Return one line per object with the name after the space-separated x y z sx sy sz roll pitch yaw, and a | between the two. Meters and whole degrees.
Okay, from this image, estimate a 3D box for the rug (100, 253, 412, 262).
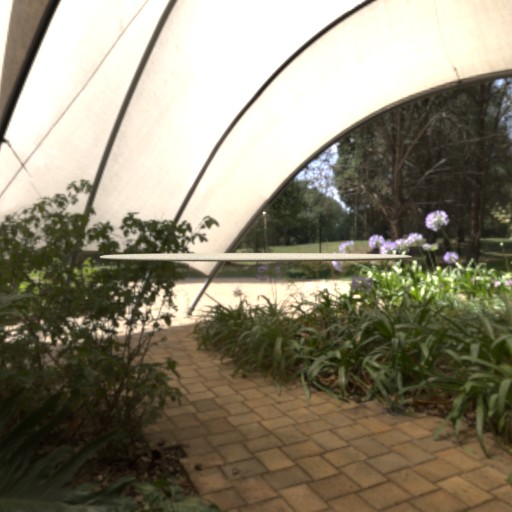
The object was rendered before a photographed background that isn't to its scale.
0.000 0.000 2.395 1.593 0.012 1.593 0 1 0 | rug
